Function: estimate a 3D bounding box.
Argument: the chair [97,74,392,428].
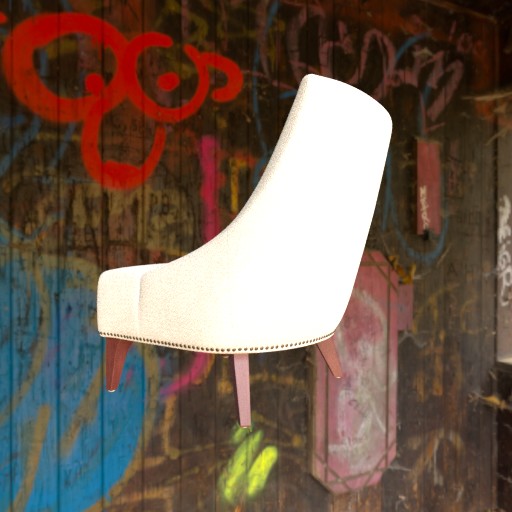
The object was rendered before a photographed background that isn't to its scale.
[{"bbox_3d":[0.000,0.000,1.516,0.861,0.909,0.701,0,0,35],"label":"chair"}]
